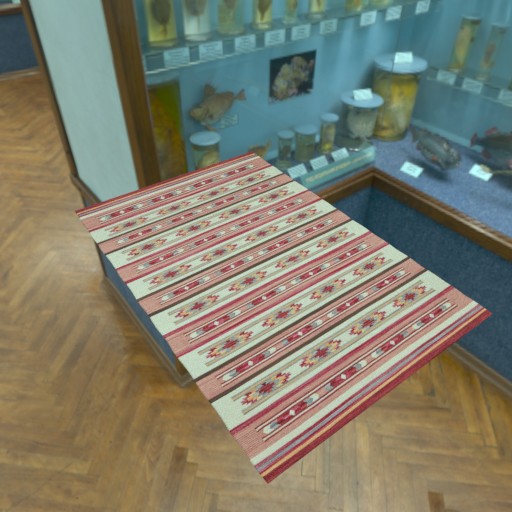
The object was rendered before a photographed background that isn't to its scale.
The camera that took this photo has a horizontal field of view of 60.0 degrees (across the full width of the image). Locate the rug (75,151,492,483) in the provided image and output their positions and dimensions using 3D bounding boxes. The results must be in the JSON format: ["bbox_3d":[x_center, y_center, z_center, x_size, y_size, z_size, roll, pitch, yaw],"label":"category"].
[{"bbox_3d":[0.000,0.000,2.210,1.223,0.008,1.817,-25,47,-26],"label":"rug"}]
